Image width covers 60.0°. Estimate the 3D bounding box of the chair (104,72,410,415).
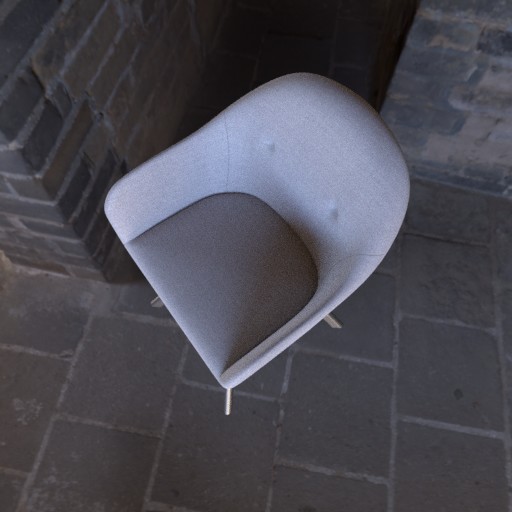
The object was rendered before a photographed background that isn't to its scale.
[{"bbox_3d":[0.000,0.000,1.171,0.570,0.780,0.540,-34,68,-16],"label":"chair"}]
